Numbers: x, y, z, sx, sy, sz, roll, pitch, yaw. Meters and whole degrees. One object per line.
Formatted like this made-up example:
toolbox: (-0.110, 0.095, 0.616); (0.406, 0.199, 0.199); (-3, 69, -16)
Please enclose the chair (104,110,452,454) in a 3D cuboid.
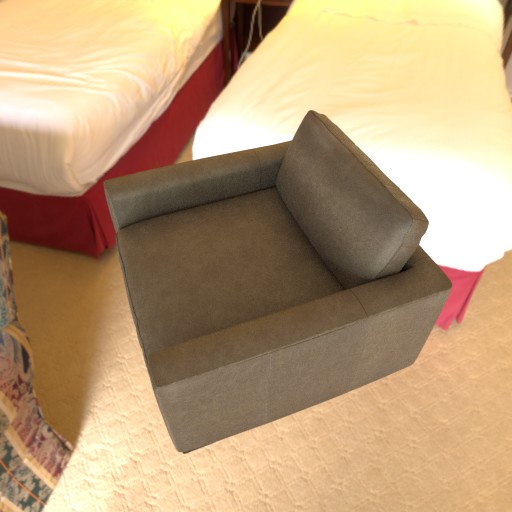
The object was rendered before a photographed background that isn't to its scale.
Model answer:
chair: (0.000, 0.000, 1.848); (1.080, 0.807, 1.106); (-16, 49, -14)
